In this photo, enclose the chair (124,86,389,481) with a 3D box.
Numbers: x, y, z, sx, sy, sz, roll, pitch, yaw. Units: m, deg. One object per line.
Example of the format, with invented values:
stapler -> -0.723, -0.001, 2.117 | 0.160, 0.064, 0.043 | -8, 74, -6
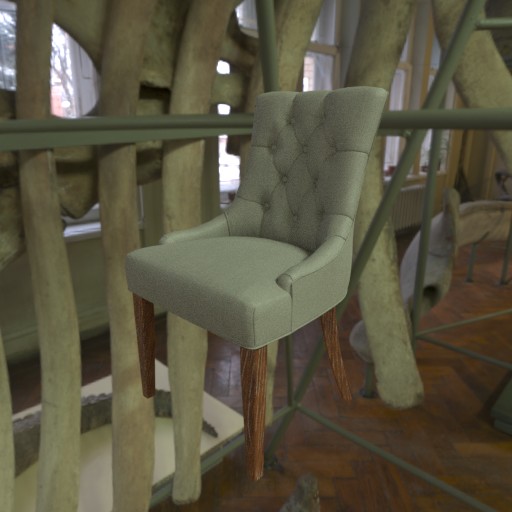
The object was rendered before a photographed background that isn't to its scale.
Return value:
chair -> 0.000, 0.000, 1.208 | 0.509, 0.874, 0.565 | 16, 23, 42
